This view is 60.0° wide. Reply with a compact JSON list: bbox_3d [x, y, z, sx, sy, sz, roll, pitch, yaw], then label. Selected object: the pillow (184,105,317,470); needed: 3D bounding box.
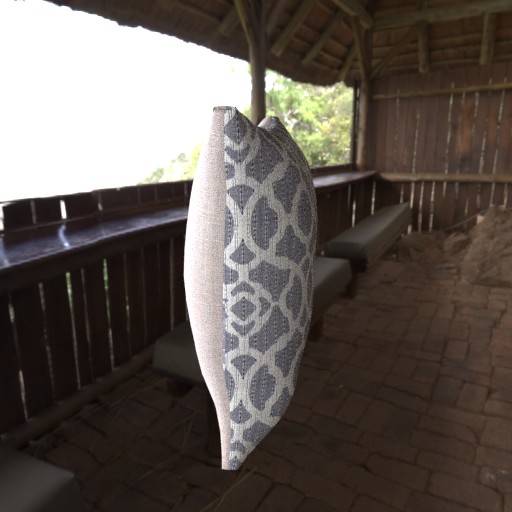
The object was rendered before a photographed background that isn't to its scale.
[{"bbox_3d":[0.000,0.000,0.803,0.215,0.498,0.508,2,16,8],"label":"pillow"}]
